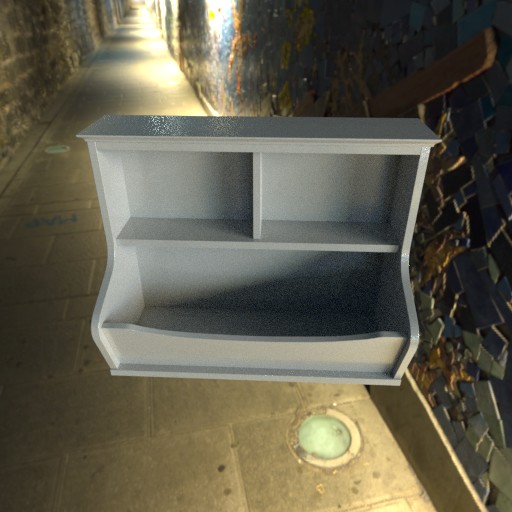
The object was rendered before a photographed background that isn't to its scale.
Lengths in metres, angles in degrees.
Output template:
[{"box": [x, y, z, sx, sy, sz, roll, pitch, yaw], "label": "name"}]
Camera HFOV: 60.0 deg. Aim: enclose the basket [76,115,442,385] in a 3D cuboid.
[{"box": [0.000, 0.000, 1.106, 0.780, 0.600, 0.350, 1, 31, 2], "label": "basket"}]
